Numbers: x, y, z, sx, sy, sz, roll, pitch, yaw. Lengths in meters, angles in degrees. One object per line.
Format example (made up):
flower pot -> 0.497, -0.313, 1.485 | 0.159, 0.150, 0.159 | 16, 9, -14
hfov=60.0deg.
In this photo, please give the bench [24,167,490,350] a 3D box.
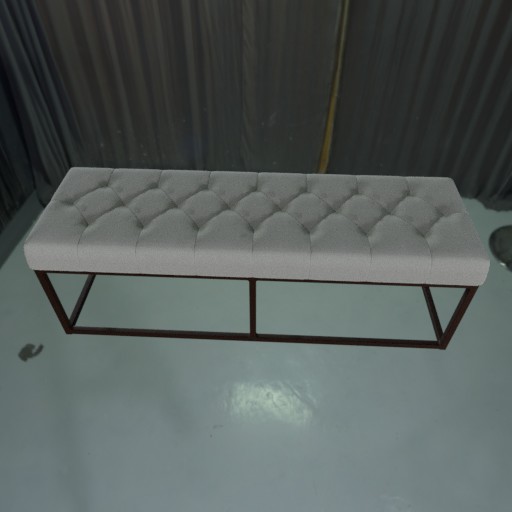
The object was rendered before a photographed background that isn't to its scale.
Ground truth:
bench -> 0.000, 0.000, 1.693 | 1.488, 0.488, 0.479 | 2, 45, 2
